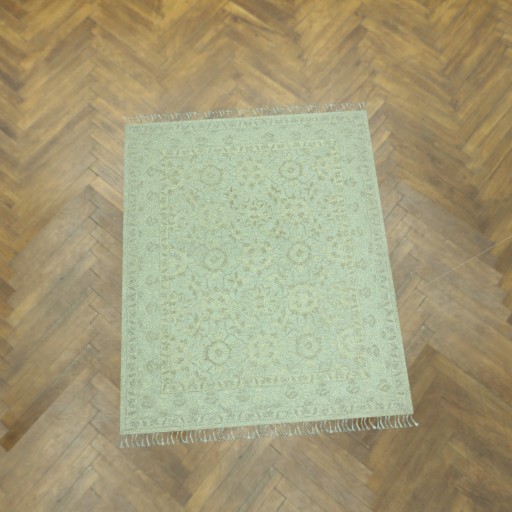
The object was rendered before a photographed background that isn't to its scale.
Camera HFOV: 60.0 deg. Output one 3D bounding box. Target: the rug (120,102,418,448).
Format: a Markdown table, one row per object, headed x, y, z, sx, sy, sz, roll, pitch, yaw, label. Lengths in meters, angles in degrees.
| x | y | z | sx | sy | sz | roll | pitch | yaw | label |
| --- | --- | --- | --- | --- | --- | --- | --- | --- | --- |
| 0.000 | 0.000 | 3.979 | 2.444 | 0.013 | 3.043 | -4 | 74 | -1 | rug |
